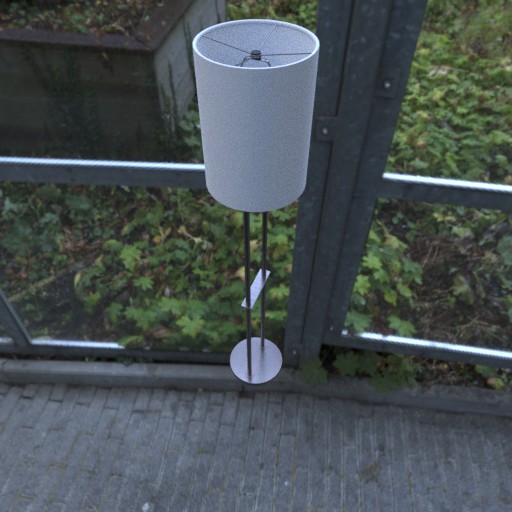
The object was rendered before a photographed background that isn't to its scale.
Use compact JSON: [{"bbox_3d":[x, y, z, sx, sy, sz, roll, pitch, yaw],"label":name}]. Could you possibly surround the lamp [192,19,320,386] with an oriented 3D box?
[{"bbox_3d":[0.000,0.000,1.612,0.305,1.500,0.306,16,49,15],"label":"lamp"}]
